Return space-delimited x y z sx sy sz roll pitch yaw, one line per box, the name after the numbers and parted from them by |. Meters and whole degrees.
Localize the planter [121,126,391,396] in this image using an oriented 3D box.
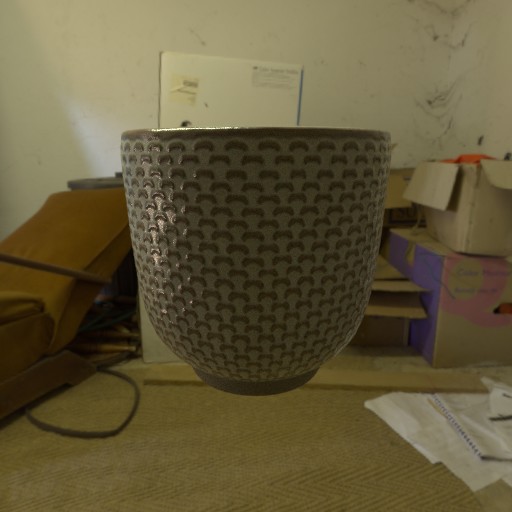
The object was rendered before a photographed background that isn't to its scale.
0.000 0.000 0.355 0.197 0.191 0.197 0 13 0 | planter
